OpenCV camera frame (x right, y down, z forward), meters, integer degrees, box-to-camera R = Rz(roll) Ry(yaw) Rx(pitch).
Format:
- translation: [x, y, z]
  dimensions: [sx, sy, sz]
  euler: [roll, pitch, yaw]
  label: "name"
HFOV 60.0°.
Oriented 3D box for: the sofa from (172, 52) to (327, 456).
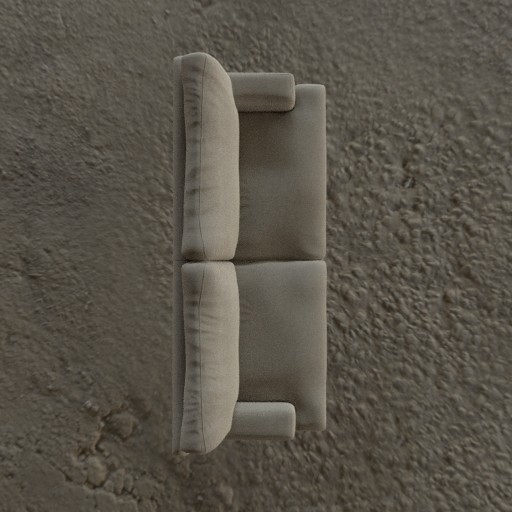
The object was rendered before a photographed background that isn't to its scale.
- translation: [0.000, 0.000, 2.878]
  dimensions: [0.962, 0.980, 2.354]
  euler: [0, 89, 1]
  label: "sofa"
